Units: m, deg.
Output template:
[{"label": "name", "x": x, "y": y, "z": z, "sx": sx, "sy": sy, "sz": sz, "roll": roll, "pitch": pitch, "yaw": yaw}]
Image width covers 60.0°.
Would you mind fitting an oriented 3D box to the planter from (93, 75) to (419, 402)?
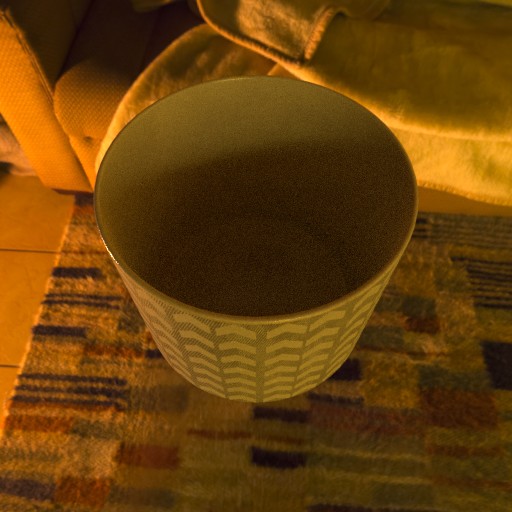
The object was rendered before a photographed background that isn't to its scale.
[{"label": "planter", "x": 0.000, "y": 0.000, "z": 0.447, "sx": 0.250, "sy": 0.239, "sz": 0.250, "roll": 0, "pitch": 58, "yaw": 0}]
